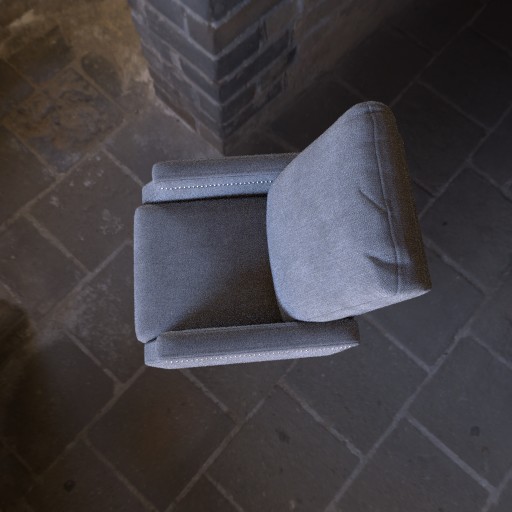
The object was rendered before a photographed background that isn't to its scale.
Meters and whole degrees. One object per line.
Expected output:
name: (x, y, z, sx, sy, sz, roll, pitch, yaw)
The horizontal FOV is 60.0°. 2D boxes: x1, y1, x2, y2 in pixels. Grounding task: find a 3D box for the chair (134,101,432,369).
chair: (0.000, 0.000, 1.607, 0.922, 1.049, 0.710, -5, 74, -1)
